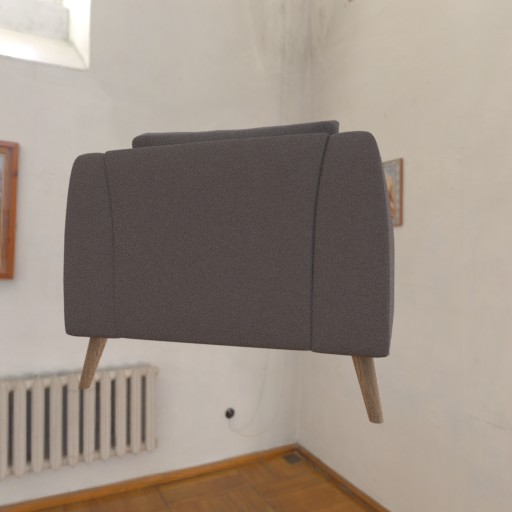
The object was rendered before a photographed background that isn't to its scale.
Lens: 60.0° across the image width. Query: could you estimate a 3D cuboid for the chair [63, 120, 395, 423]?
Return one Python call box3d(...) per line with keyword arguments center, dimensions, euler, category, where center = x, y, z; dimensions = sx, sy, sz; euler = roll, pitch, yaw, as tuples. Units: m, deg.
box3d(center=(0.000, 0.000, 1.684), dimensions=(1.000, 0.860, 0.930), euler=(0, 0, 18), category="chair")
